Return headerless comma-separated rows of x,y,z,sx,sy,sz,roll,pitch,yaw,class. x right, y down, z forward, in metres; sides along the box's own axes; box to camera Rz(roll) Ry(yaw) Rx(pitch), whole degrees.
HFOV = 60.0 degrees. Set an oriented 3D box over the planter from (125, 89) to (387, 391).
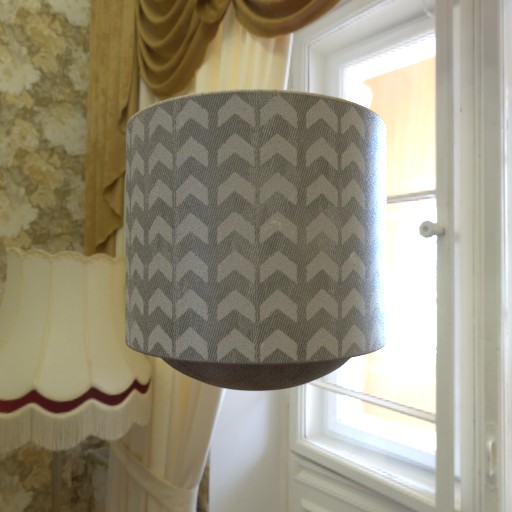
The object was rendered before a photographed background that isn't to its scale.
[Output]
0.000,0.000,0.443,0.250,0.239,0.250,0,-1,0,planter
